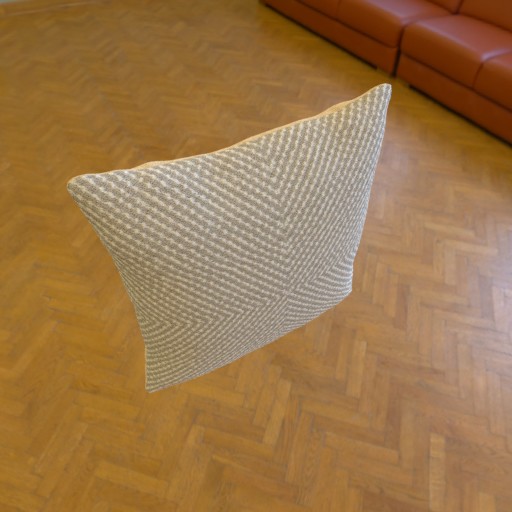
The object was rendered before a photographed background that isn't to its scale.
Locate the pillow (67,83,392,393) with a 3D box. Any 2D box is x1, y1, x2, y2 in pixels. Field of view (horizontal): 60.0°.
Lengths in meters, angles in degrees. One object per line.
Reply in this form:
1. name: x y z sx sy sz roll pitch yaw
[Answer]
1. pillow: 0.000 0.000 0.711 0.459 0.458 0.181 -23 51 -20
